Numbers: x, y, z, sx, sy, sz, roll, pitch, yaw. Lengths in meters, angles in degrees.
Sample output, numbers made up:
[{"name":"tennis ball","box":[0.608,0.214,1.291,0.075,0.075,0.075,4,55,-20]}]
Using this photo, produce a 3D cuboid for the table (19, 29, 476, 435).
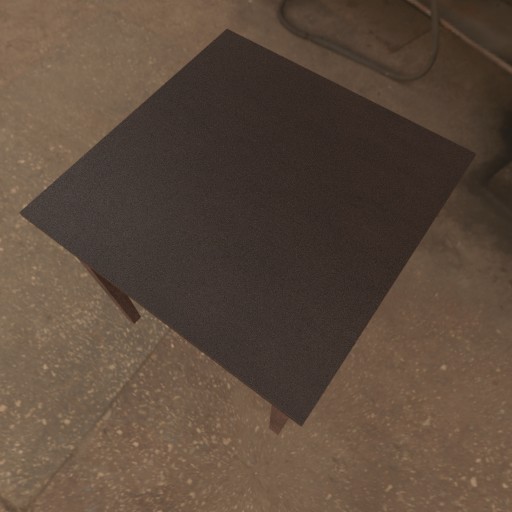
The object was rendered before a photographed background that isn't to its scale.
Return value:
[{"name":"table","box":[0.000,0.000,1.360,0.749,0.770,0.749,33,68,15]}]
